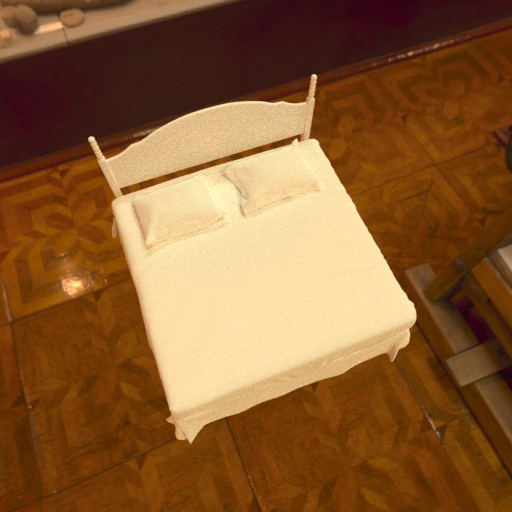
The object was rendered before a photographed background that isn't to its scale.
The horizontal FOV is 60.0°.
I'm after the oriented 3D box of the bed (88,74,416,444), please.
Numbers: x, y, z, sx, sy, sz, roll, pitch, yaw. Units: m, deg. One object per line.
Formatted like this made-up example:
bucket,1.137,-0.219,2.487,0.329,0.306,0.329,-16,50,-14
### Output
bed,0.000,0.000,3.670,2.322,1.355,2.219,-19,65,-9
